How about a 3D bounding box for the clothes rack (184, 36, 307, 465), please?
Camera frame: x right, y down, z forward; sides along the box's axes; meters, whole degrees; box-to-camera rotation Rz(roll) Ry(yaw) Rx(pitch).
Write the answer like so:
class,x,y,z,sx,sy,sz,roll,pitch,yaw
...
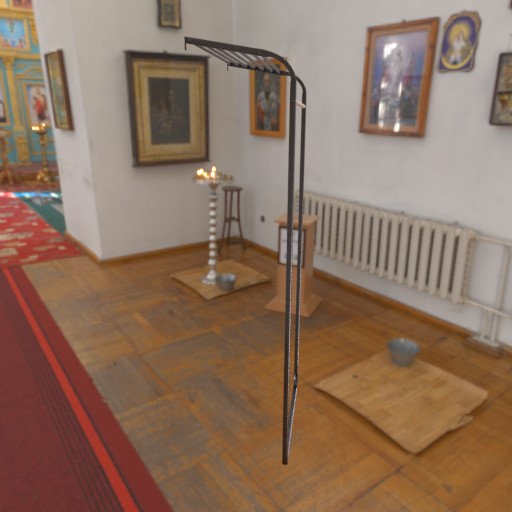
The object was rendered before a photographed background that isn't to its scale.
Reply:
class,x,y,z,sx,sy,sz,roll,pitch,yaw
clothes rack,0.000,0.000,1.847,0.349,1.574,0.609,3,17,9
